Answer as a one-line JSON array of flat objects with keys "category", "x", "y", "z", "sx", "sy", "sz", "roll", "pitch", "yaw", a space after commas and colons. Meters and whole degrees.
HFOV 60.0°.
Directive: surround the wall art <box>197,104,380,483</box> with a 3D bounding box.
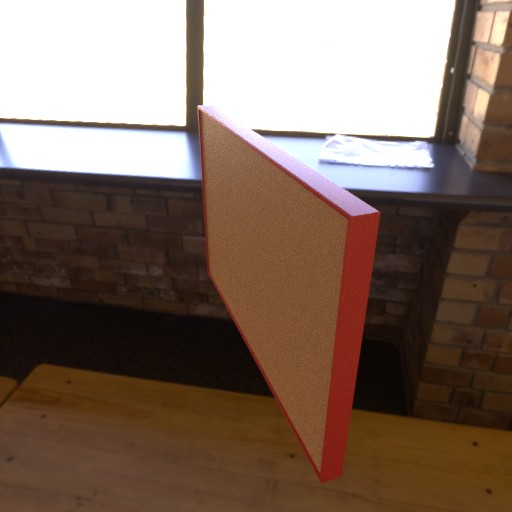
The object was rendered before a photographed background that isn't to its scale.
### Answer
[{"category": "wall art", "x": 0.000, "y": 0.000, "z": 0.772, "sx": 0.033, "sy": 0.405, "sz": 0.607, "roll": -10, "pitch": 30, "yaw": -18}]
